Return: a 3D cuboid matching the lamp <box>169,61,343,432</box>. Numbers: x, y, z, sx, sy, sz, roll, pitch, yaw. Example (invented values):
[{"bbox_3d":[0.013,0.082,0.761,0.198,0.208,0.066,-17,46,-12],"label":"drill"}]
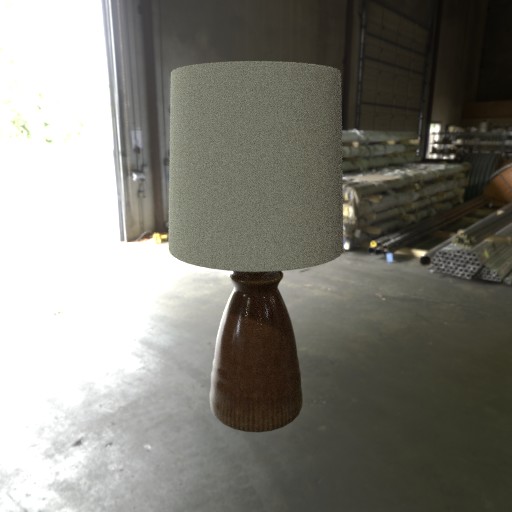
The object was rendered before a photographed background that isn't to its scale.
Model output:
[{"bbox_3d":[0.000,0.000,0.484,0.186,0.369,0.186,0,15,0],"label":"lamp"}]
